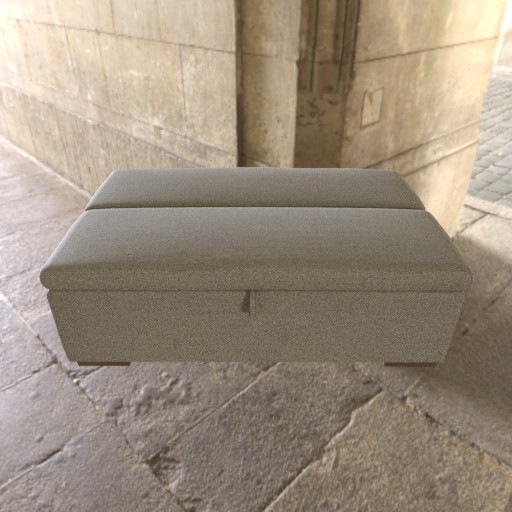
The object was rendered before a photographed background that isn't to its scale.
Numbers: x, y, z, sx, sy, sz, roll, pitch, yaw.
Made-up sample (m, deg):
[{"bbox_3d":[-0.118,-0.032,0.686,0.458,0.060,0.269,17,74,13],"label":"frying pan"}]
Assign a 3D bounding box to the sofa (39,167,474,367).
[{"bbox_3d":[0.000,0.000,1.666,1.250,0.434,0.817,0,32,0],"label":"sofa"}]
